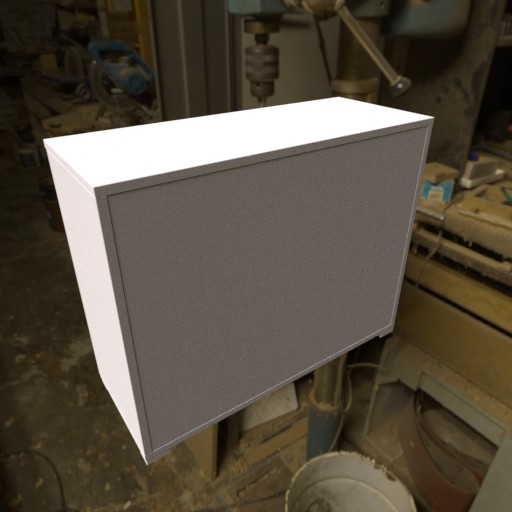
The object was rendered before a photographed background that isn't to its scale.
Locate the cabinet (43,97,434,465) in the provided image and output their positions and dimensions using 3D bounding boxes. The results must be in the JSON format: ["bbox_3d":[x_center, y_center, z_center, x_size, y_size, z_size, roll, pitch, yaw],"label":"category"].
[{"bbox_3d":[0.000,0.000,1.395,1.000,0.800,0.400,-19,35,-30],"label":"cabinet"}]
